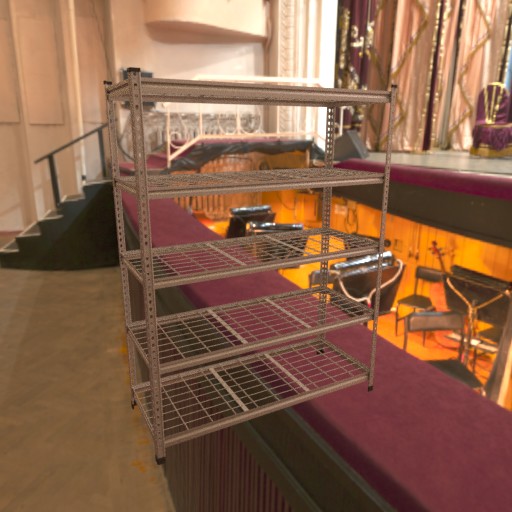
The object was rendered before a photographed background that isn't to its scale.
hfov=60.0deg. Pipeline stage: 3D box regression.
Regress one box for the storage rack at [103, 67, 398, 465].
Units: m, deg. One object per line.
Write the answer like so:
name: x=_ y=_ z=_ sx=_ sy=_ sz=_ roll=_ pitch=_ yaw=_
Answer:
storage rack: x=0.000 y=0.000 z=2.714 sx=1.524 sy=1.981 sz=0.610 roll=-8 pitch=18 yaw=-27
